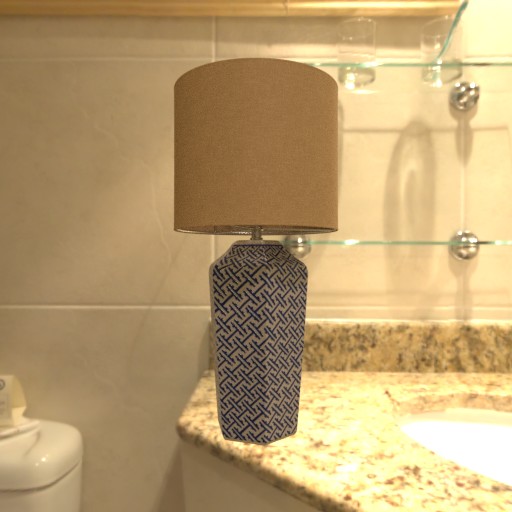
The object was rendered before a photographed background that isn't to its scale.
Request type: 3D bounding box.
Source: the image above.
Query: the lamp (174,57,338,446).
[{"bbox_3d":[0.000,0.000,0.875,0.320,0.682,0.320,0,0,-36],"label":"lamp"}]
